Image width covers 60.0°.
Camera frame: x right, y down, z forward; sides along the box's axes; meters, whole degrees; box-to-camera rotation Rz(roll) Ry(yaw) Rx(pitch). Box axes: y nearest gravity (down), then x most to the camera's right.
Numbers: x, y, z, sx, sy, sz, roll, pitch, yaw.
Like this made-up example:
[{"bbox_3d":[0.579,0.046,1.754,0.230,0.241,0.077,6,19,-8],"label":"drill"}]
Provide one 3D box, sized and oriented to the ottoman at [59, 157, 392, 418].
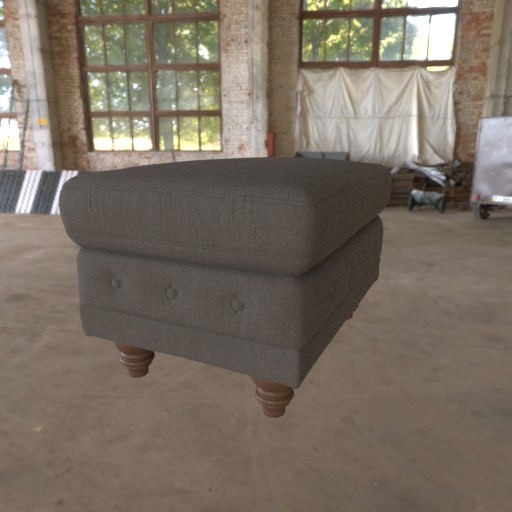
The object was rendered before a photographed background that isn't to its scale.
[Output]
[{"bbox_3d":[0.000,0.000,1.172,0.569,0.500,0.771,7,16,25],"label":"ottoman"}]
